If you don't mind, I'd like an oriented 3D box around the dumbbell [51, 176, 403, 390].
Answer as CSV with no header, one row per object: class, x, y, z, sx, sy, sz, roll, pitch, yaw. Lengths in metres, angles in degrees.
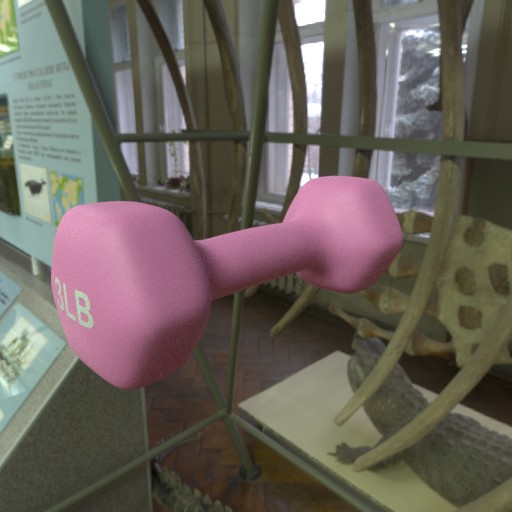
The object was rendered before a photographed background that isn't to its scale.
dumbbell,0.000,0.000,0.189,0.159,0.058,0.064,-15,21,-42
